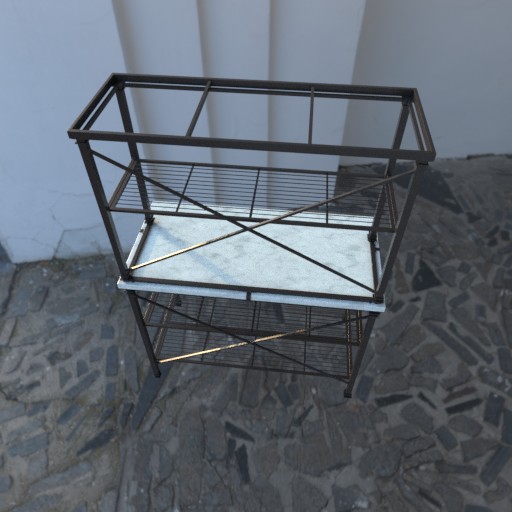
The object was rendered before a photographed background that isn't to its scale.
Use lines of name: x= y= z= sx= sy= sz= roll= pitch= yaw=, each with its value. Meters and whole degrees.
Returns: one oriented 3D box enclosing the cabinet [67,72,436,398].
cabinet: x=0.000 y=0.000 z=2.215 sx=1.210 sy=1.659 sz=0.610 roll=5 pitch=46 yaw=4
